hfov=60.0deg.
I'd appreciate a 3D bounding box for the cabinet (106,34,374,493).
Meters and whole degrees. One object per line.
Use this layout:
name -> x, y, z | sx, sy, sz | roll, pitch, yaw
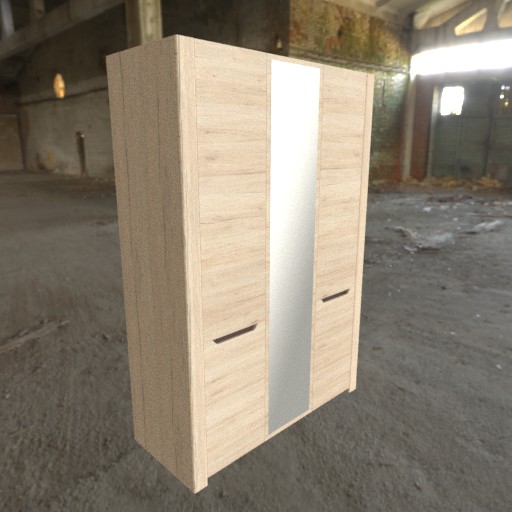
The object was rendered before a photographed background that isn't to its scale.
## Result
cabinet -> 0.000, 0.000, 2.597 | 1.400, 2.070, 0.580 | -13, 19, -43
